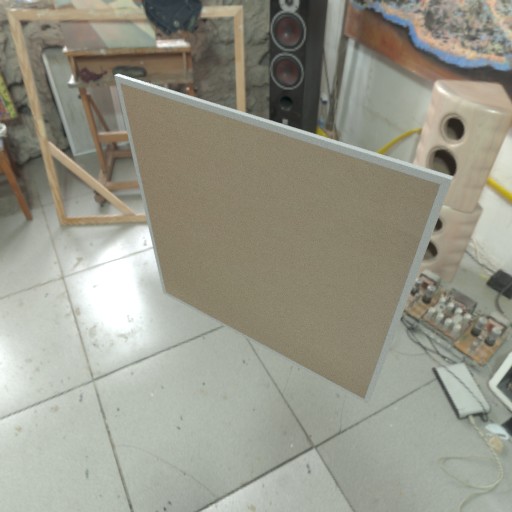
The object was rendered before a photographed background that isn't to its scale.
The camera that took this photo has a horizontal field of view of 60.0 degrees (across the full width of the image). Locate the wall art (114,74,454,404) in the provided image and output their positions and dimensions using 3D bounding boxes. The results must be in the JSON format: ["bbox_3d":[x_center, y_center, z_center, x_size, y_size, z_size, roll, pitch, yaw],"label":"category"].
[{"bbox_3d":[0.000,0.000,0.680,0.456,0.456,0.007,24,50,23],"label":"wall art"}]
